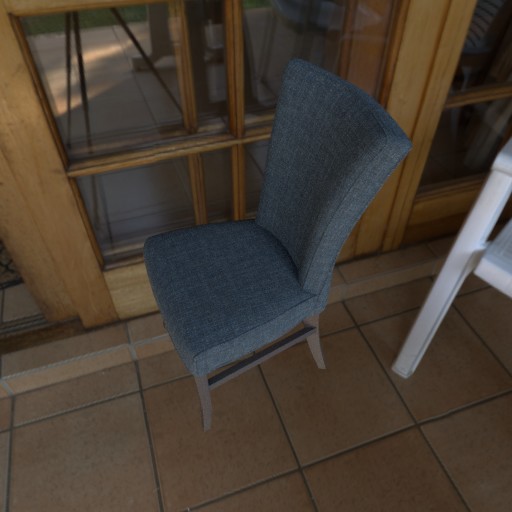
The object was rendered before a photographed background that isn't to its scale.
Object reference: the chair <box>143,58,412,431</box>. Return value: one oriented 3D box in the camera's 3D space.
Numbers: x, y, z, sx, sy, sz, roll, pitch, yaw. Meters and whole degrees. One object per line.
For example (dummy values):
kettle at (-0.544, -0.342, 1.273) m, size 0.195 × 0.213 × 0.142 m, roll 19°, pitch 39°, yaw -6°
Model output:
chair at (0.000, 0.000, 1.403) m, size 0.660 × 0.991 × 0.520 m, roll -18°, pitch 48°, yaw -17°
